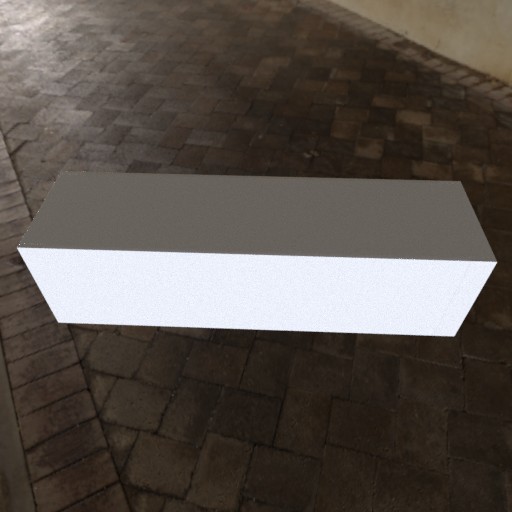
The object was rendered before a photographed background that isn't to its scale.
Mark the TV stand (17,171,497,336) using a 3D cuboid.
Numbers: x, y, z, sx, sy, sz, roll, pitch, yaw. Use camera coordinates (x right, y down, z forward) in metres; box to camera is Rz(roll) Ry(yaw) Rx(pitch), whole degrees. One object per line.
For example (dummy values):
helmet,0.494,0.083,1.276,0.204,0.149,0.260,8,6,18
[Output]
TV stand,0.000,0.000,1.683,1.500,0.440,0.410,2,46,2
